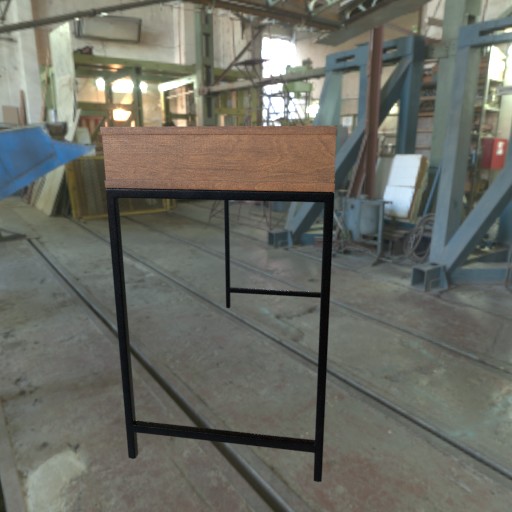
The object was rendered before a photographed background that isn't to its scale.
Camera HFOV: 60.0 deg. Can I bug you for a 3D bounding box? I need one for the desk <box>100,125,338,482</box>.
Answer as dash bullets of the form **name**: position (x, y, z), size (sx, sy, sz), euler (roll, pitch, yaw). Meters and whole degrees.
- **desk**: position (0.000, 0.000, 1.410), size (0.470, 0.762, 1.016), euler (2, 15, 9)
